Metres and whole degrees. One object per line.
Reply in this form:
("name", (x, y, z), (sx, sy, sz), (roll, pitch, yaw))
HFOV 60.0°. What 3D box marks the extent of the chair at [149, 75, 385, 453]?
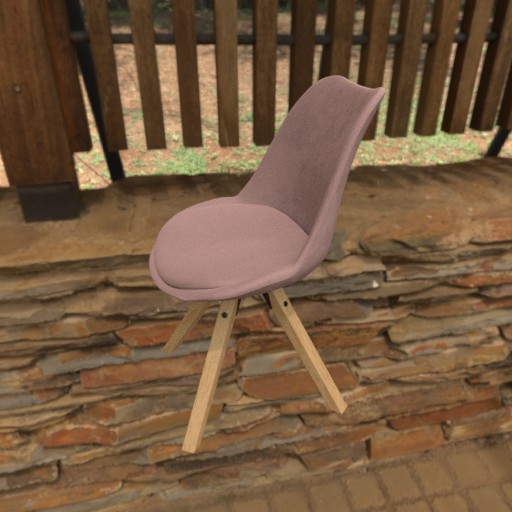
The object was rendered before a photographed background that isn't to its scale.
("chair", (0.000, 0.000, 1.171), (0.550, 0.850, 0.485), (-9, 30, -15))
